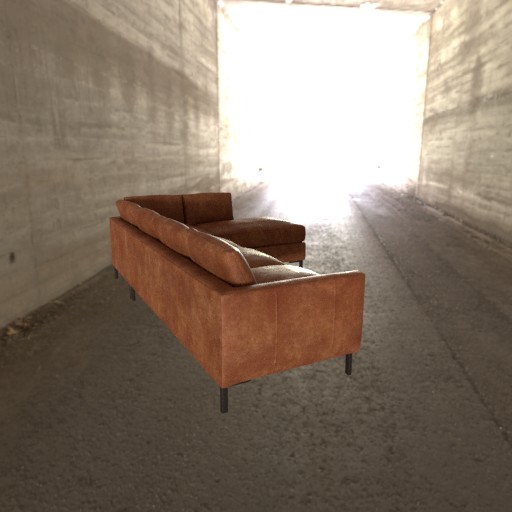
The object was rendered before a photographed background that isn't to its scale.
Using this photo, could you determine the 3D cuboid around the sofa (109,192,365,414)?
[{"bbox_3d":[0.000,0.000,3.837,1.938,0.877,2.984,-7,15,-27],"label":"sofa"}]
